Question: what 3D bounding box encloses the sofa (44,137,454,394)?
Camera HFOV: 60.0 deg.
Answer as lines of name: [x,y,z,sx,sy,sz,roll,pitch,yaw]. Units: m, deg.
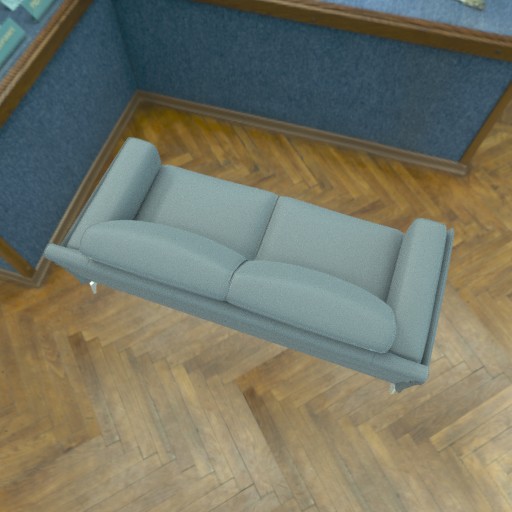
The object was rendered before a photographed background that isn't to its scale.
sofa: [0.000,0.000,2.591,2.100,0.900,0.969,17,65,8]
